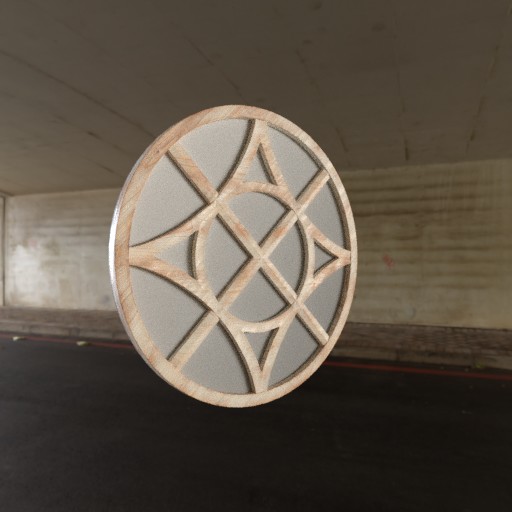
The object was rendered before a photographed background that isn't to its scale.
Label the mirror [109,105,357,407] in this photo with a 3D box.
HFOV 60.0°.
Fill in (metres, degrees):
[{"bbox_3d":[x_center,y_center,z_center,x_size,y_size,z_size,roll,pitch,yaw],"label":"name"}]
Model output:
[{"bbox_3d":[0.000,0.000,1.078,0.710,0.710,0.038,0,-1,-38],"label":"mirror"}]
